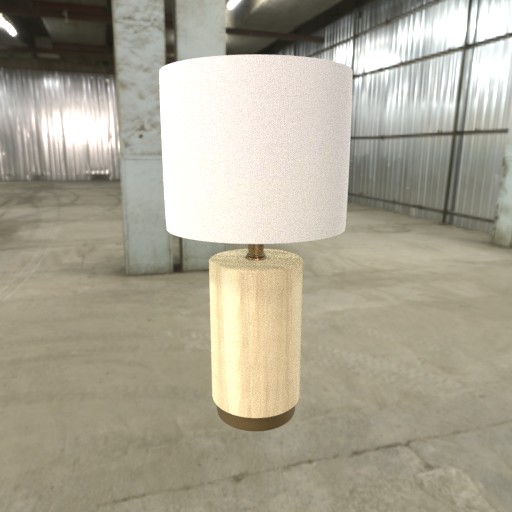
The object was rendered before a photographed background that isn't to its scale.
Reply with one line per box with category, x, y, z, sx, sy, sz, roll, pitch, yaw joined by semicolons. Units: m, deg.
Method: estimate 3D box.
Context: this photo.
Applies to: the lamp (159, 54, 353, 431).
lamp;0.000;0.000;0.580;0.228;0.444;0.228;2;13;10
